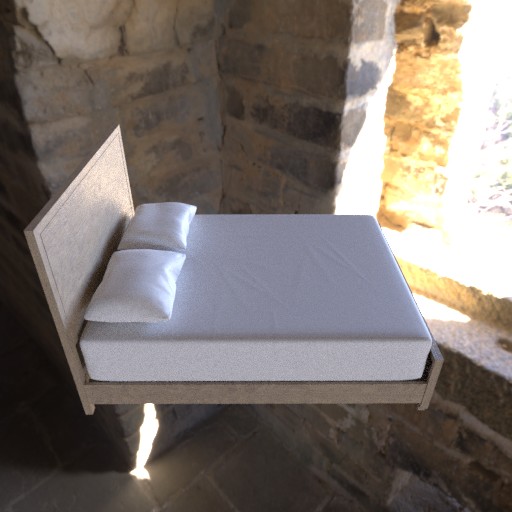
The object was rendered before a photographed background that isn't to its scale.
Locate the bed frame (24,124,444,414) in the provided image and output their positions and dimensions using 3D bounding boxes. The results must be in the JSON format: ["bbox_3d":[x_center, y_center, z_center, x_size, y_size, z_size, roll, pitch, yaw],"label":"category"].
[{"bbox_3d":[0.000,0.000,3.133,2.189,1.369,1.606,0,34,0],"label":"bed frame"}]
